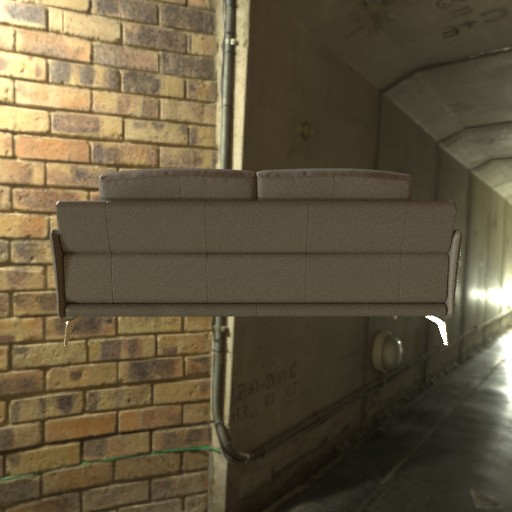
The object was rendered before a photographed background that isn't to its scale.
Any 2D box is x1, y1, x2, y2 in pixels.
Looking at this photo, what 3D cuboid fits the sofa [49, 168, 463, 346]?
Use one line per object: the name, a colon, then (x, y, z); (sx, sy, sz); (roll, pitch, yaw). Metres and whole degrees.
sofa: (0.000, 0.000, 2.720); (2.101, 0.930, 1.049); (0, 1, -1)
